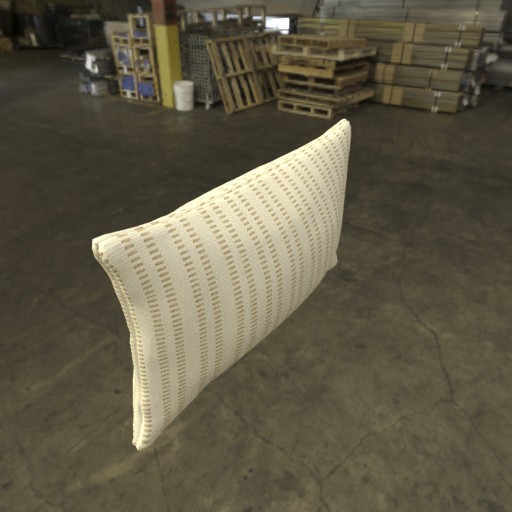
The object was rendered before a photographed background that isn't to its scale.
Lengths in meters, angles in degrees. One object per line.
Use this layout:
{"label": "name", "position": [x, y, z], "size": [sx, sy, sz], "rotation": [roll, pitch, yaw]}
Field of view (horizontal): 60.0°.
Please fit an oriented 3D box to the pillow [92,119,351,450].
{"label": "pillow", "position": [0.000, 0.000, 0.788], "size": [0.210, 0.353, 0.640], "rotation": [20, 37, 29]}
